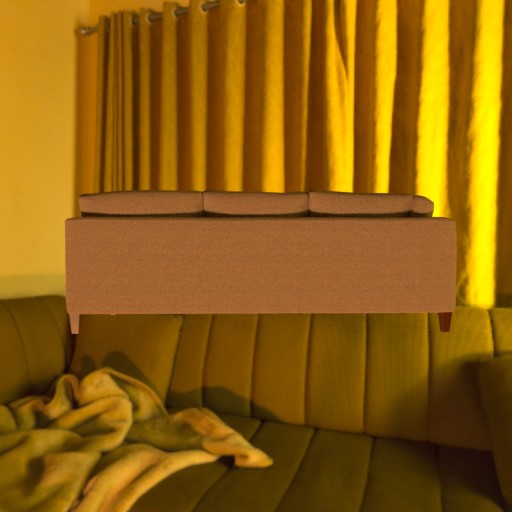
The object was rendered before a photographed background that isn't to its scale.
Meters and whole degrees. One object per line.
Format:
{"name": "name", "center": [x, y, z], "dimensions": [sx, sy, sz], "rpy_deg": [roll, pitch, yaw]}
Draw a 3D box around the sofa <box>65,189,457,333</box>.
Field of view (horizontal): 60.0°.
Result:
{"name": "sofa", "center": [0.000, 0.000, 4.582], "dimensions": [2.594, 0.961, 3.460], "rpy_deg": [0, 1, -1]}
